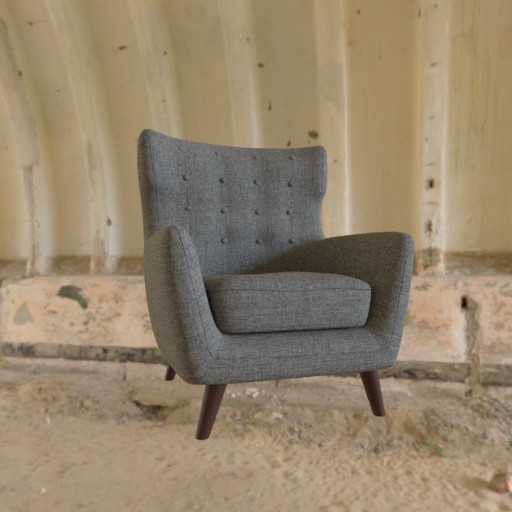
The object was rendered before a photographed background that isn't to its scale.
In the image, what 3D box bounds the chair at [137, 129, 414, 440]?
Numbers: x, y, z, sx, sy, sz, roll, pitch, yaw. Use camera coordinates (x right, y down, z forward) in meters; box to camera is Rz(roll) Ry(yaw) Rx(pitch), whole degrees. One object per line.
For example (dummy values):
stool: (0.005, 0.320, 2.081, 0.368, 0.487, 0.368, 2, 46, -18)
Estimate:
chair: (0.000, 0.000, 1.753, 0.878, 1.063, 0.904, 0, -1, -19)
